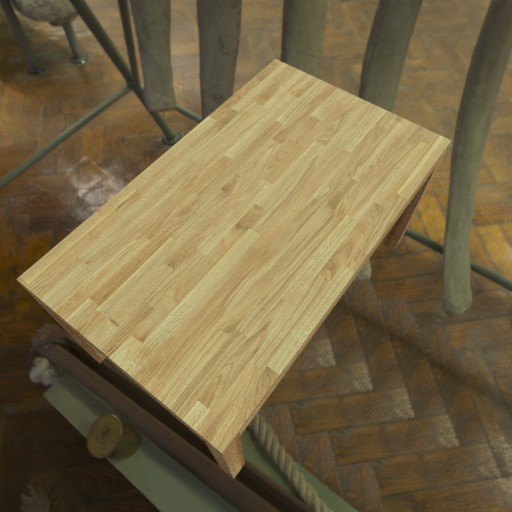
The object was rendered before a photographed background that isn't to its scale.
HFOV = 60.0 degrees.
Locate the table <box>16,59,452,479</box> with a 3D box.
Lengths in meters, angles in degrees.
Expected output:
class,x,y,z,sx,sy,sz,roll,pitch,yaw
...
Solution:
class,x,y,z,sx,sy,sz,roll,pitch,yaw
table,0.000,0.000,1.997,0.900,0.770,1.500,33,64,18
